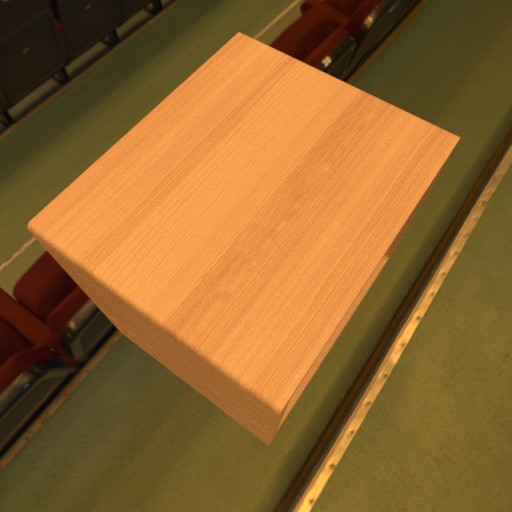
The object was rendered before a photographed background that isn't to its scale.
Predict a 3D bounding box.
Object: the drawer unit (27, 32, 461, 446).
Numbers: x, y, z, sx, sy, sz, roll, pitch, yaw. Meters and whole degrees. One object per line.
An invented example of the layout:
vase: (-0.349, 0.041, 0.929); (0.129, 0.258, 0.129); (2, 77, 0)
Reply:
drawer unit: (0.000, 0.000, 0.596); (0.290, 0.344, 0.344); (32, 67, 15)
